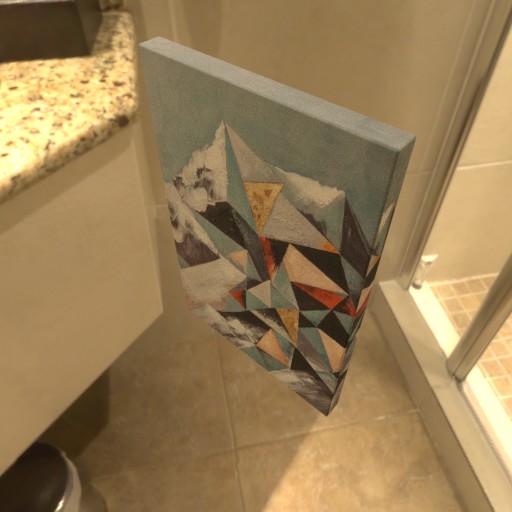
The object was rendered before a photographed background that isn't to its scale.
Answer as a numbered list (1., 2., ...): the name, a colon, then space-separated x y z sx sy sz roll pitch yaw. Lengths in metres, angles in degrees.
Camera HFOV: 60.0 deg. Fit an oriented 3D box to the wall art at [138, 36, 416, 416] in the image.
1. wall art: 0.000 0.000 1.133 0.609 0.911 0.061 32 54 27
